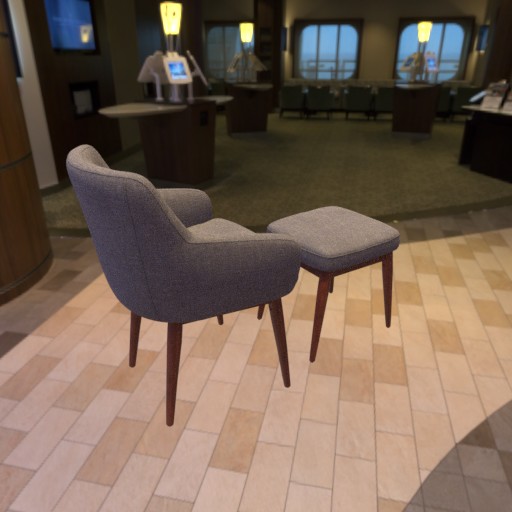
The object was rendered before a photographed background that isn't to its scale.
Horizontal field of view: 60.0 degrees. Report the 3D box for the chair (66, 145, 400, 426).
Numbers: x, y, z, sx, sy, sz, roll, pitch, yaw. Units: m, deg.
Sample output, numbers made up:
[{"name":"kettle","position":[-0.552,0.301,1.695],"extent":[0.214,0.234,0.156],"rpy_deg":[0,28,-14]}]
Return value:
[{"name":"chair","position":[0.000,0.000,1.536],"extent":[1.107,0.799,0.584],"rpy_deg":[-16,29,-30]}]
